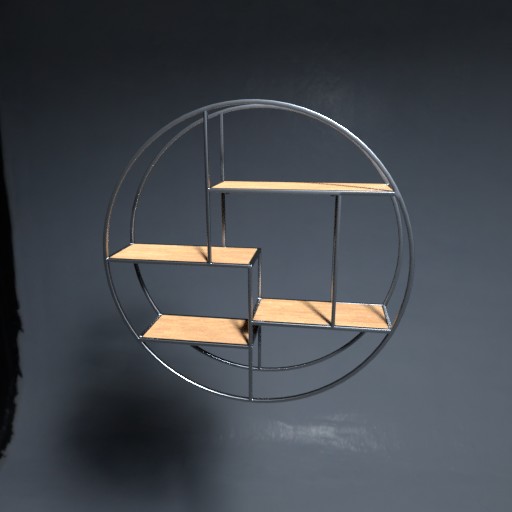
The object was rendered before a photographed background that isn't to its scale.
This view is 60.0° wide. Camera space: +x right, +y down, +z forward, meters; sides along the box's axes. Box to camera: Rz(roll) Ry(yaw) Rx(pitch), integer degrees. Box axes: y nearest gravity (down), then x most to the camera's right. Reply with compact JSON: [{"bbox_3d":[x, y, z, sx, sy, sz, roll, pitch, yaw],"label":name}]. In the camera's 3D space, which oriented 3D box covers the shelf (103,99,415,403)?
[{"bbox_3d":[0.000,0.000,1.347,0.888,0.888,0.202,2,16,8],"label":"shelf"}]
